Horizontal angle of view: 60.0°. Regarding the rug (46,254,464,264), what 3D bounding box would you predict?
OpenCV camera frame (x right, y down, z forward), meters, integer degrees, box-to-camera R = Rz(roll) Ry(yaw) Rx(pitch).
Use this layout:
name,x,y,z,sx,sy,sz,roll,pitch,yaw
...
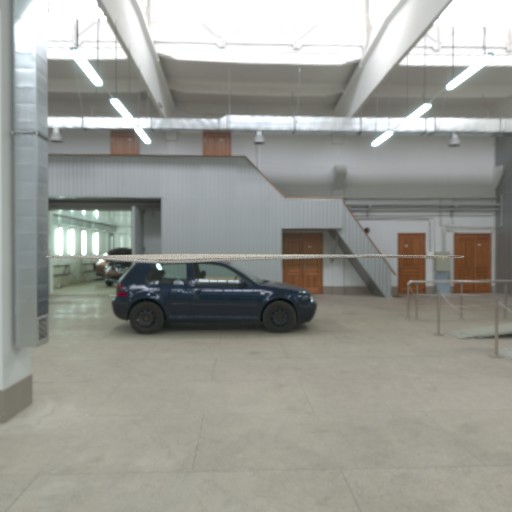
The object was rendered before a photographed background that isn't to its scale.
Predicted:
name,x,y,z,sx,sy,sz,roll,pitch,yaw
rug,0.000,0.000,4.242,3.202,0.045,2.434,0,1,-38
